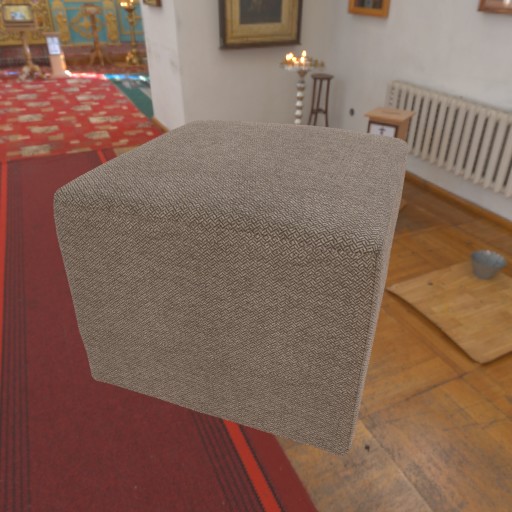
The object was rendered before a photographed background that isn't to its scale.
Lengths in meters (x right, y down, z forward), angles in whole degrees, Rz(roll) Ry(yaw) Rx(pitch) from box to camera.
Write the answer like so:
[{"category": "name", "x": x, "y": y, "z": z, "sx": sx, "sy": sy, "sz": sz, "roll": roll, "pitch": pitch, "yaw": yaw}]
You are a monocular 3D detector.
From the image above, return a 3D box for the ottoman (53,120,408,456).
[{"category": "ottoman", "x": 0.000, "y": 0.000, "z": 0.902, "sx": 0.512, "sy": 0.453, "sz": 0.519, "roll": 11, "pitch": 32, "yaw": 17}]
